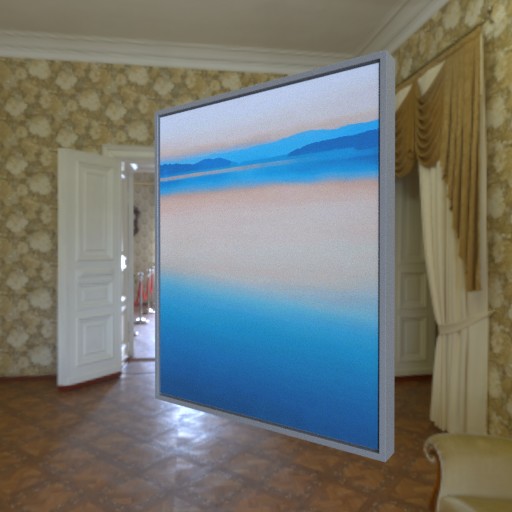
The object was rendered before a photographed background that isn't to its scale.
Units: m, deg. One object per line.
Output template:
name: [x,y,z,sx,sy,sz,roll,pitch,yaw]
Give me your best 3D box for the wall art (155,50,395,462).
wall art: [0.000,0.000,0.740,0.453,0.554,0.037,0,1,35]
